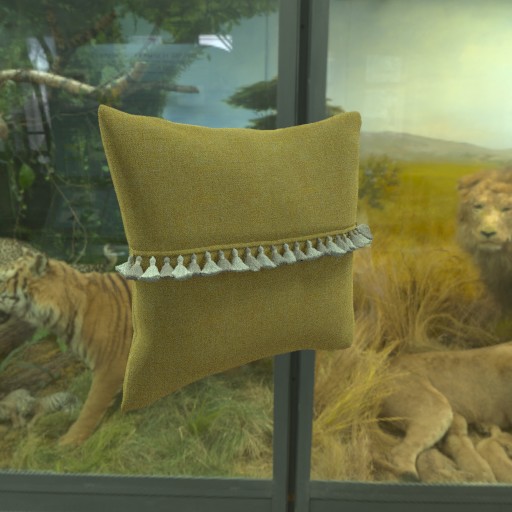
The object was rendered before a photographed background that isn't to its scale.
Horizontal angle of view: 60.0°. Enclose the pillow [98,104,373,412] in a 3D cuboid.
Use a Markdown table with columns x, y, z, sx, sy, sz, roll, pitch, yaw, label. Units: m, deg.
| x | y | z | sx | sy | sz | roll | pitch | yaw | label |
| --- | --- | --- | --- | --- | --- | --- | --- | --- | --- |
| 0.000 | 0.000 | 0.759 | 0.485 | 0.481 | 0.167 | -9 | 18 | -28 | pillow |
